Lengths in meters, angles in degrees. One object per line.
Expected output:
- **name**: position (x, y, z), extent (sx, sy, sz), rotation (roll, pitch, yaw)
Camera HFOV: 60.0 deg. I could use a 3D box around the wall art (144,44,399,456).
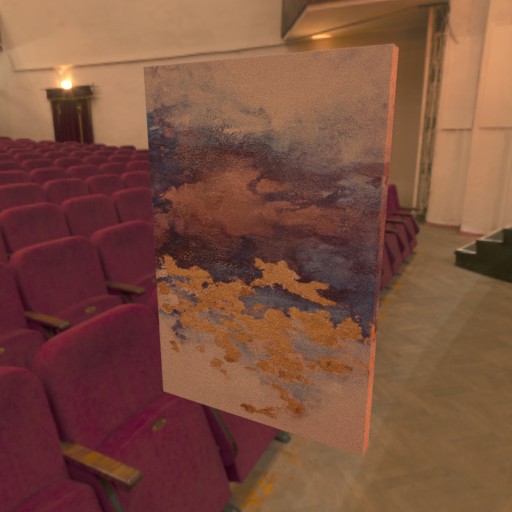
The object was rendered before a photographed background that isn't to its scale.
- **wall art**: position (0.000, 0.000, 1.060), extent (0.583, 0.874, 0.048), rotation (8, 17, 27)
